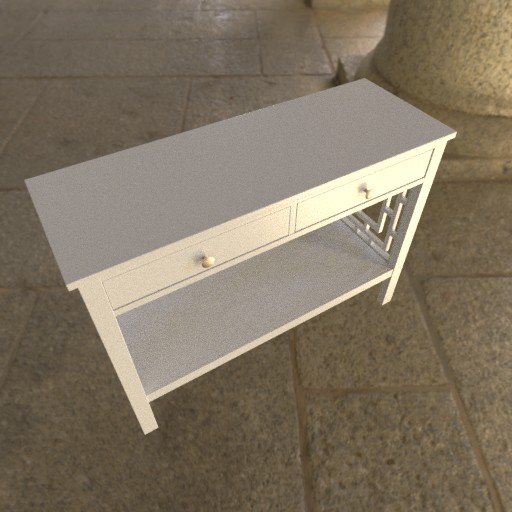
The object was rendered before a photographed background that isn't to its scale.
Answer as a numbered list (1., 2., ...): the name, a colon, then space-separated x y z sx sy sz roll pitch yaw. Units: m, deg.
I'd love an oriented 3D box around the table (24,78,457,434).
1. table: 0.000 0.000 1.414 1.068 0.753 0.397 -24 51 -21
